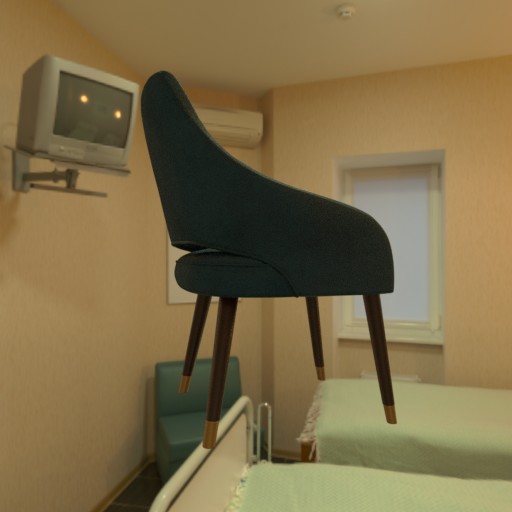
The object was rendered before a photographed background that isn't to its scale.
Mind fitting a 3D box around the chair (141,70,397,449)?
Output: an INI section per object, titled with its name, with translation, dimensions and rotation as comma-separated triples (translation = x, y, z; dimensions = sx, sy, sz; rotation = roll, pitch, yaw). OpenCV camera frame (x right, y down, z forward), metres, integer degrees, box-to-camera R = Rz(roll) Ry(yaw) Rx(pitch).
[chair]
translation = 0.000, 0.000, 1.577
dimensions = 0.794, 1.081, 0.683
rotation = 0, 0, -17
